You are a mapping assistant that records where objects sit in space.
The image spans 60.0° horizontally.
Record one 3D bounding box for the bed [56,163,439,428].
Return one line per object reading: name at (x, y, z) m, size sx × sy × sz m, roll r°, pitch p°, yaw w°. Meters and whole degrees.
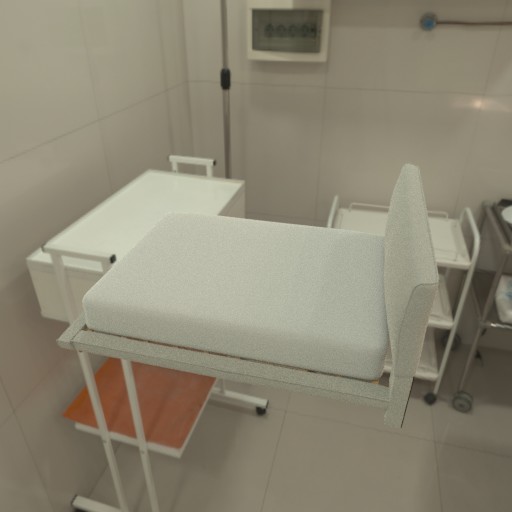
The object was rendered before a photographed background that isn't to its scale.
bed at (0.000, 0.000, 3.389) m, size 2.368 × 1.067 × 1.840 m, roll 7°, pitch 31°, yaw 12°
